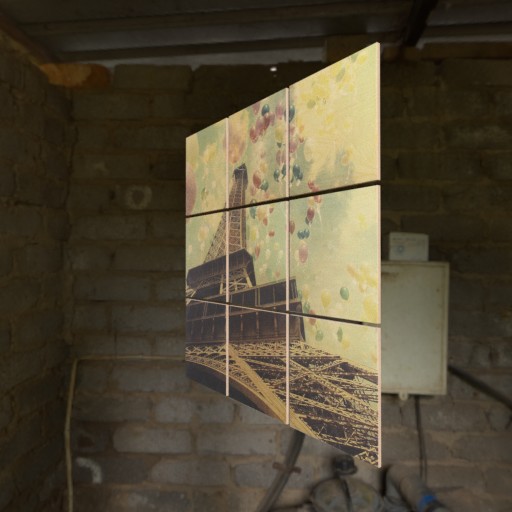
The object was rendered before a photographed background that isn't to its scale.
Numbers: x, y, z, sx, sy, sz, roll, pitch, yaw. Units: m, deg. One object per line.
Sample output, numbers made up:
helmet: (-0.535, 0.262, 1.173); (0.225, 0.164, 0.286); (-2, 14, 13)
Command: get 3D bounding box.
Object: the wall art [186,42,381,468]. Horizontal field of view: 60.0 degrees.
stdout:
wall art: (0.000, 0.000, 1.767); (0.013, 1.218, 1.219); (0, -1, -35)
